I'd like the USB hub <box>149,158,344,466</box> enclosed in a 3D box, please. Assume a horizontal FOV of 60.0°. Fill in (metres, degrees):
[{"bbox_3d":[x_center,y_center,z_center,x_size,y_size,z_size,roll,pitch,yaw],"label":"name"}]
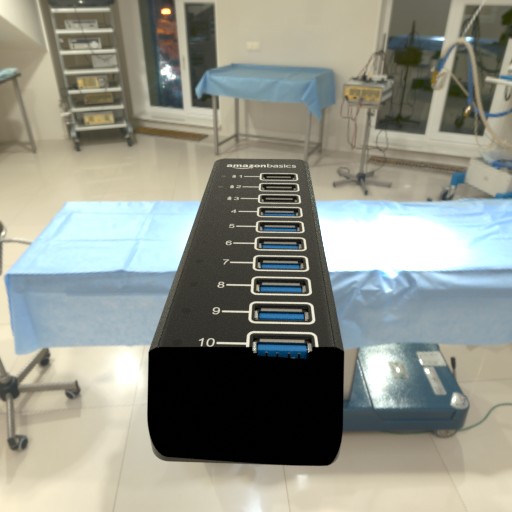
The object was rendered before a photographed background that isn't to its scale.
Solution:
[{"bbox_3d":[0.000,0.000,0.156,0.044,0.023,0.145,1,31,2],"label":"USB hub"}]
